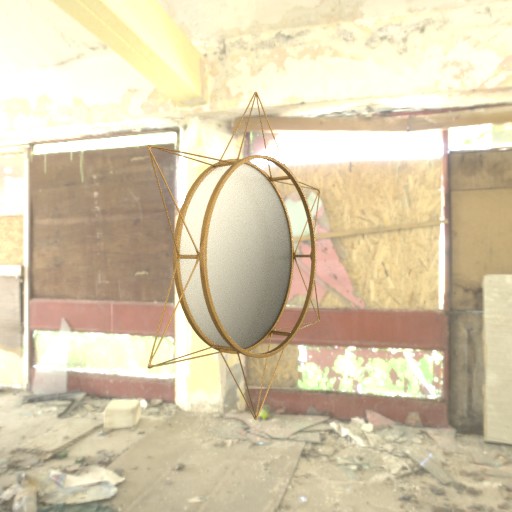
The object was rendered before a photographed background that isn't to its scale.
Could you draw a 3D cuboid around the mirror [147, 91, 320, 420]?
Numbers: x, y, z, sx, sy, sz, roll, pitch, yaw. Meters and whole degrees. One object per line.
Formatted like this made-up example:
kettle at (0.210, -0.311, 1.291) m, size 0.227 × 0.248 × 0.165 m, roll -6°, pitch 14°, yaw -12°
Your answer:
mirror at (0.000, 0.000, 0.785) m, size 0.062 × 0.581 × 0.498 m, roll 0°, pitch 0°, yaw 35°
